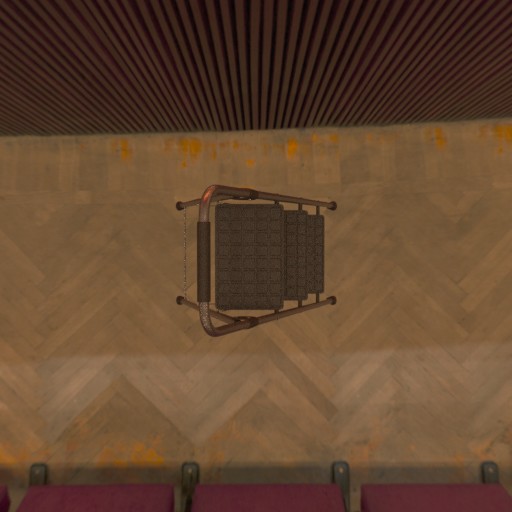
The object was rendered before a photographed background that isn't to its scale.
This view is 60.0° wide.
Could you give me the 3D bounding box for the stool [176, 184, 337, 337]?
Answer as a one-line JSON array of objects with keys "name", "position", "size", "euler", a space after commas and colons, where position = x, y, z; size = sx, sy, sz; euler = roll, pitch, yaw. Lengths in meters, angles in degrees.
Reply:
[{"name": "stool", "position": [0.000, 0.000, 1.462], "size": [0.733, 1.121, 0.473], "euler": [0, 91, 0]}]
